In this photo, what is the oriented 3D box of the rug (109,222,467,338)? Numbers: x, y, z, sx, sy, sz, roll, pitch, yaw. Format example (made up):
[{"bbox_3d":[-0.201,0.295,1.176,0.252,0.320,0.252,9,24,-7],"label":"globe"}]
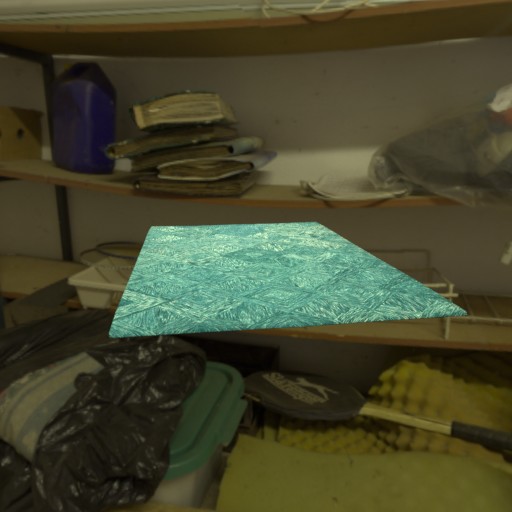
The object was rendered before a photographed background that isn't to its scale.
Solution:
[{"bbox_3d":[0.000,0.000,2.172,1.136,0.017,1.728,-2,14,-9],"label":"rug"}]
